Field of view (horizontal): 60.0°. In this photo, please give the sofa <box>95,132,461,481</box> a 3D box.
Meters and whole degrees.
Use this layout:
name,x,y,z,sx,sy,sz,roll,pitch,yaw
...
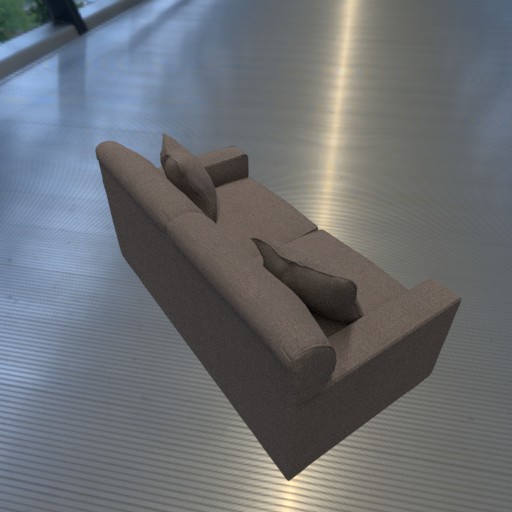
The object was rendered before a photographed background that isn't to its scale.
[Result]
name,x,y,z,sx,sy,sz,roll,pitch,yaw
sofa,0.000,0.000,2.406,1.000,0.958,1.846,-24,45,-26
